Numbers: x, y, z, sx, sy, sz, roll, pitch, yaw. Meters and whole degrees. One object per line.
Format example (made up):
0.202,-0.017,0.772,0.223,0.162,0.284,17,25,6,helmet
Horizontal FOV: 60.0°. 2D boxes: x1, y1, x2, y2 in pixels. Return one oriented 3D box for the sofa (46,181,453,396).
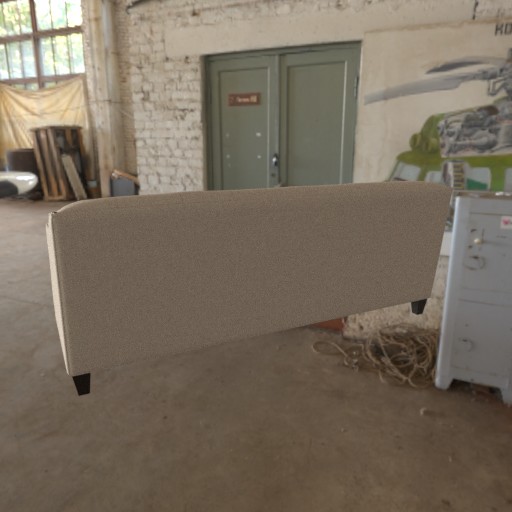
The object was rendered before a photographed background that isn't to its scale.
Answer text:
0.000,0.000,2.671,2.235,0.901,0.914,-7,16,-26,sofa
